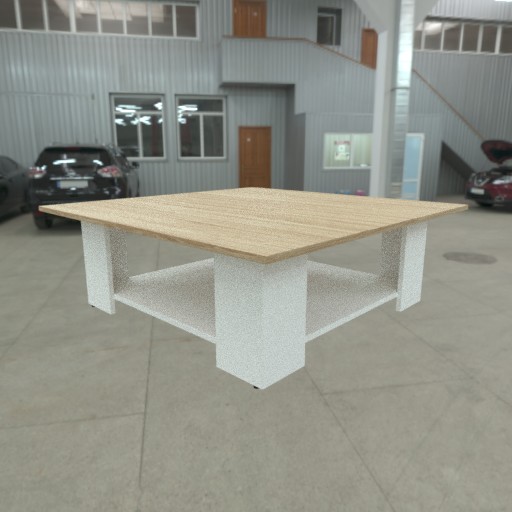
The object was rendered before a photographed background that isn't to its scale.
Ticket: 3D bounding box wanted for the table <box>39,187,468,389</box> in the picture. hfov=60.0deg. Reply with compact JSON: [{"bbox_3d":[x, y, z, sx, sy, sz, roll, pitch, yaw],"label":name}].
[{"bbox_3d":[0.000,0.000,1.334,0.890,0.305,0.890,13,19,42],"label":"table"}]
